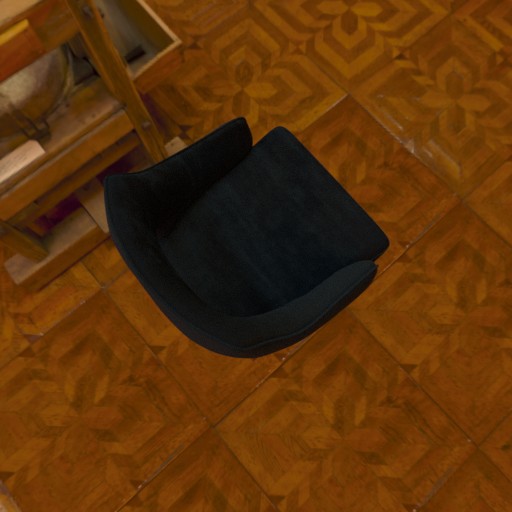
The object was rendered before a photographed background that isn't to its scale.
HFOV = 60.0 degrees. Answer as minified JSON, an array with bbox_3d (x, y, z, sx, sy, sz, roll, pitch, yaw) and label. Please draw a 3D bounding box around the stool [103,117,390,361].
[{"bbox_3d":[0.000,0.000,1.289,0.560,0.940,0.550,-38,78,-10],"label":"stool"}]
